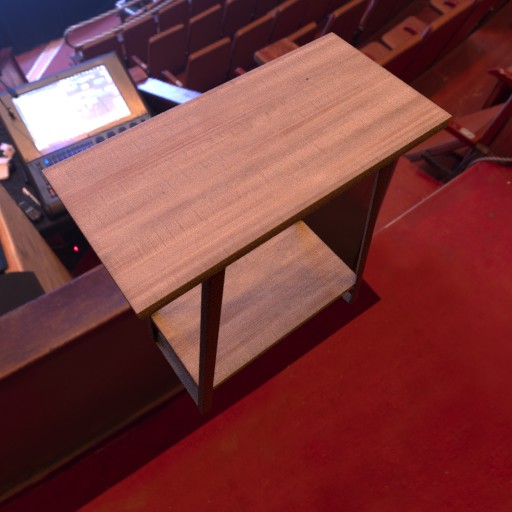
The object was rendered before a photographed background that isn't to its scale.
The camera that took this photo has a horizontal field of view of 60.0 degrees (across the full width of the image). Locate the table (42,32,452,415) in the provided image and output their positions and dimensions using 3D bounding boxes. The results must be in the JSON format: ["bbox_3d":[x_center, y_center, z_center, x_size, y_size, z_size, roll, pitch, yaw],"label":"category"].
[{"bbox_3d":[0.000,0.000,1.009,0.599,0.701,0.300,-33,64,-18],"label":"table"}]
